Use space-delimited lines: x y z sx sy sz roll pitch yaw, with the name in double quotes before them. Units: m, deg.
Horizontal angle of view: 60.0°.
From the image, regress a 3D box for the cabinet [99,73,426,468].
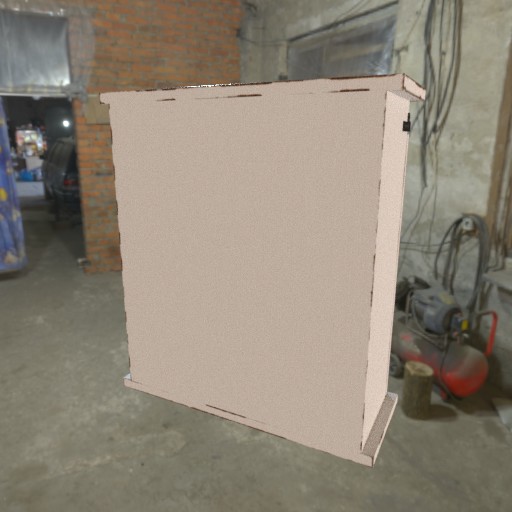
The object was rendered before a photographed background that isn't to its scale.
"cabinet" 0.000 0.000 0.859 0.541 0.603 0.210 8 17 27
